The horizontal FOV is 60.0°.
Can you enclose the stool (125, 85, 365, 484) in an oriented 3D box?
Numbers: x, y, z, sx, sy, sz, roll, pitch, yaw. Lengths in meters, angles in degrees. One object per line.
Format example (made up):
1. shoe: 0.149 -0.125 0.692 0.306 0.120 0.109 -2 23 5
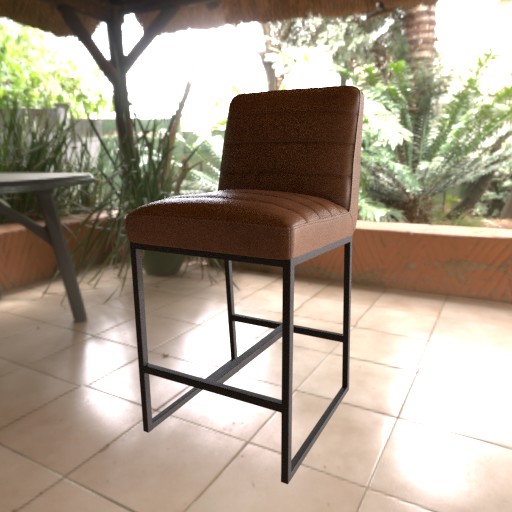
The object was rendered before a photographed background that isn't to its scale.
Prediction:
1. stool: 0.000 0.000 1.242 0.458 0.940 0.556 7 14 27
